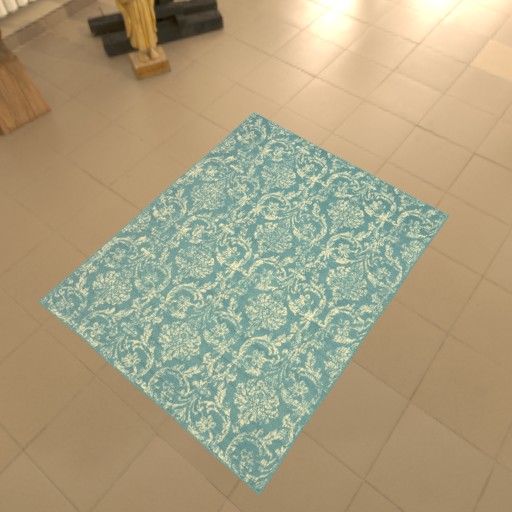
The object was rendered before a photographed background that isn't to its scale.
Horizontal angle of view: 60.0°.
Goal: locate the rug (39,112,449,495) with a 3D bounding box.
[{"bbox_3d":[0.000,0.000,3.994,2.363,0.012,2.980,33,64,19],"label":"rug"}]
